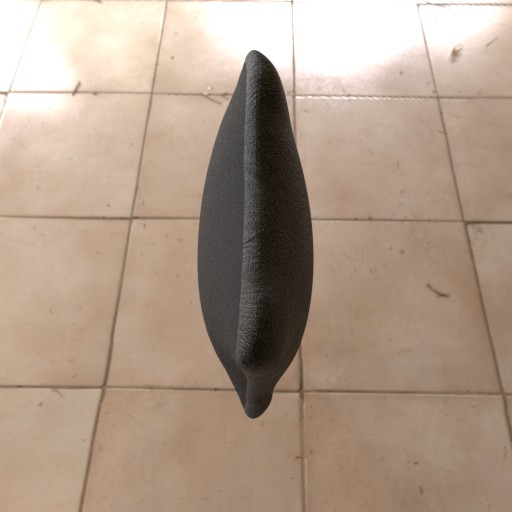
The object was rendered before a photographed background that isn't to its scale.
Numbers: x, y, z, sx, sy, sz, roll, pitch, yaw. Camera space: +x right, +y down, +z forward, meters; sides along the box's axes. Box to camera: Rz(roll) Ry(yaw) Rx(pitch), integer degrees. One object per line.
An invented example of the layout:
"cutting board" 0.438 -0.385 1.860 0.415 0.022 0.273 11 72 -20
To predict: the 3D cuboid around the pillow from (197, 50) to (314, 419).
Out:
"pillow" 0.000 0.000 0.834 0.210 0.523 0.533 0 64 0
